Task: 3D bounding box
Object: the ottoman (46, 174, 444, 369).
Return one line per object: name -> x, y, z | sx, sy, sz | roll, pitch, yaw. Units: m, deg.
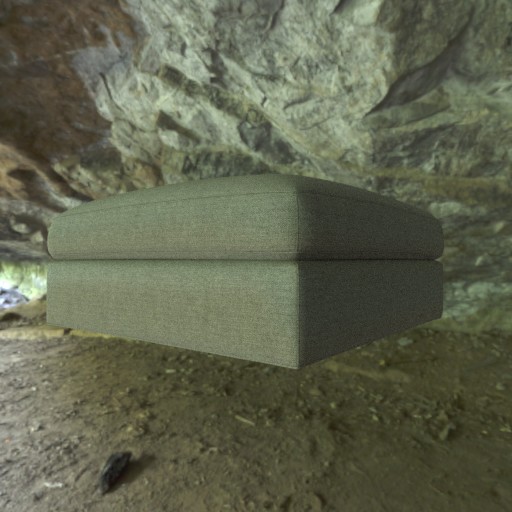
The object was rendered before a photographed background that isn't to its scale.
ottoman -> 0.000, 0.000, 1.599 | 1.041, 0.470, 1.041 | 0, -1, 38
